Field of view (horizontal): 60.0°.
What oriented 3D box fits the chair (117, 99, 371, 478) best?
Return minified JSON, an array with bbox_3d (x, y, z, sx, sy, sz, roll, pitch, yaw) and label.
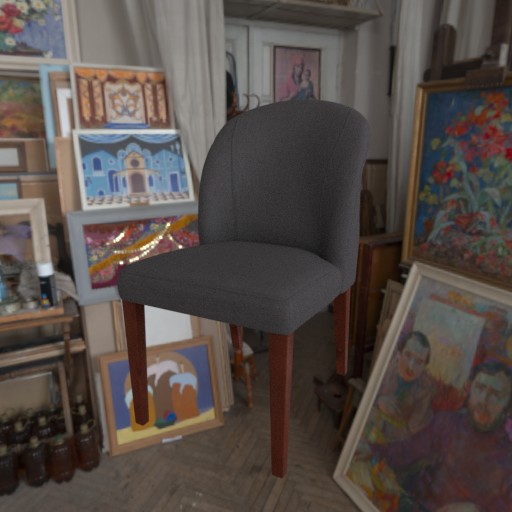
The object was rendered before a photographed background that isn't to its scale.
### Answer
[{"bbox_3d":[0.000,0.000,1.252,0.506,0.879,0.619,8,17,27],"label":"chair"}]
